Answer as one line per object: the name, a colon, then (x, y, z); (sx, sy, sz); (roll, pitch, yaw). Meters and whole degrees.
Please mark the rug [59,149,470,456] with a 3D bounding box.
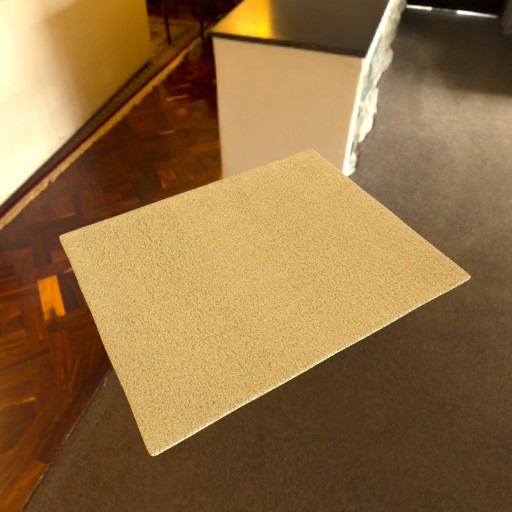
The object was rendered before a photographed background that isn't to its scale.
rug: (0.000, 0.000, 4.154); (3.047, 0.029, 2.438); (-23, 50, -21)
